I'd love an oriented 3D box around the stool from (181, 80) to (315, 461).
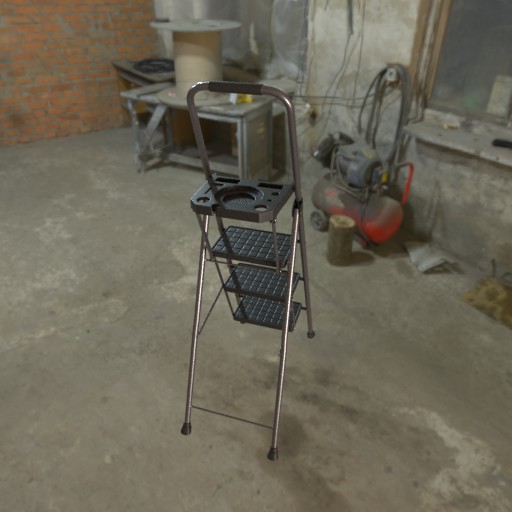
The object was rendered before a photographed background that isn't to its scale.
[{"bbox_3d":[0.000,0.000,1.634,0.396,1.277,0.733,10,34,15],"label":"stool"}]
